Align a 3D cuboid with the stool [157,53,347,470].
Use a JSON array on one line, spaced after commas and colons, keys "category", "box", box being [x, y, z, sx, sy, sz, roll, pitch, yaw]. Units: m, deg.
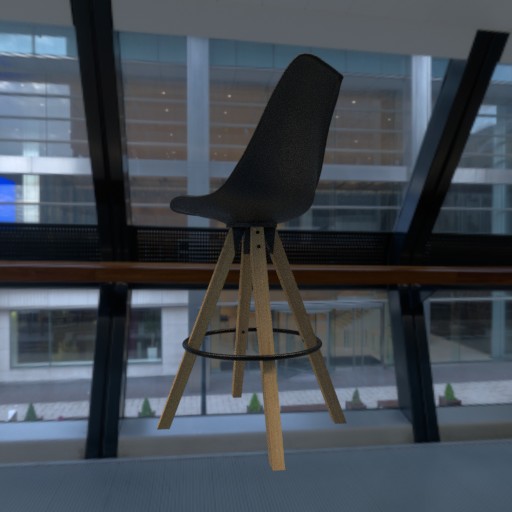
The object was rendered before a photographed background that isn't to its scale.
[{"category": "stool", "box": [0.000, 0.000, 1.446, 0.550, 1.115, 0.485, 1, 1, 36]}]
